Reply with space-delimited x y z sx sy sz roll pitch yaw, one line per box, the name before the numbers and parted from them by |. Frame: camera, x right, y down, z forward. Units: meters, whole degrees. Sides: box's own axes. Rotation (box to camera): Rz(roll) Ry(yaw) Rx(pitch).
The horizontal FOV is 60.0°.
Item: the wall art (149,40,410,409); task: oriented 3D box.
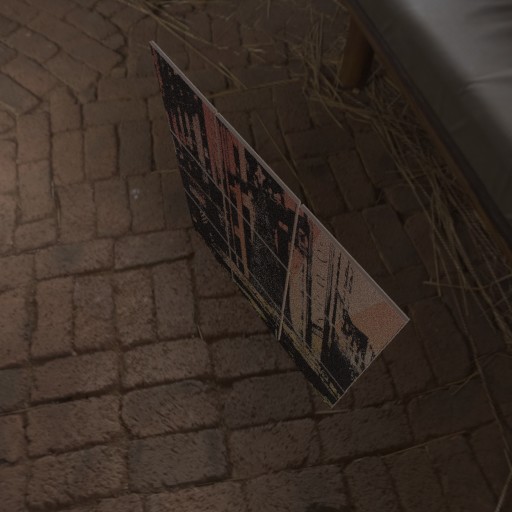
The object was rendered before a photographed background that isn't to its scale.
wall art | 0.000 0.000 2.250 0.017 1.521 1.527 -32 67 -16
